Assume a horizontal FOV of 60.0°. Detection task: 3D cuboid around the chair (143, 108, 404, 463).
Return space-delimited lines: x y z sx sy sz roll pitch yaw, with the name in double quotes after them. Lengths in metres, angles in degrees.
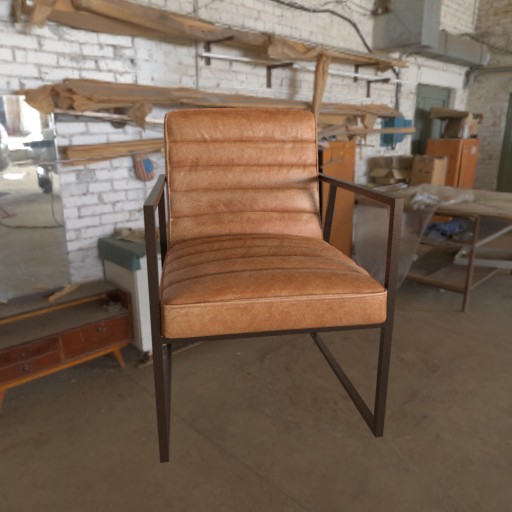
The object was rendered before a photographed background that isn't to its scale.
0.000 0.000 1.281 0.571 0.832 0.677 -3 16 -9 "chair"
